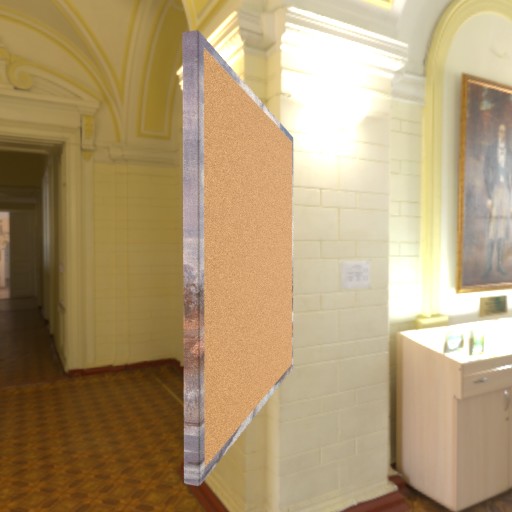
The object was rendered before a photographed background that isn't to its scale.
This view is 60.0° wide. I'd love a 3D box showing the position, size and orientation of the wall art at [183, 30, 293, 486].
[{"bbox_3d":[0.000,0.000,1.476,0.040,1.020,1.010,0,1,17],"label":"wall art"}]
